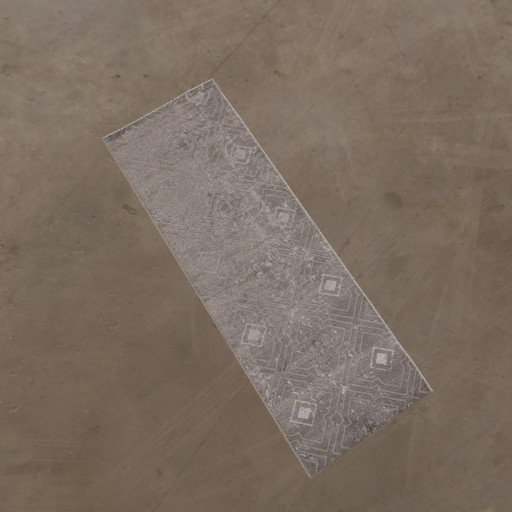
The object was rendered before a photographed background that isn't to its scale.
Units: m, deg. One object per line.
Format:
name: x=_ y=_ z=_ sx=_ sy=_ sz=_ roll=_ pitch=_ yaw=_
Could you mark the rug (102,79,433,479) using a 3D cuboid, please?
rug: x=0.000 y=0.000 z=2.665 sx=0.832 sy=0.035 sz=2.381 roll=-32 pitch=78 yaw=-8
